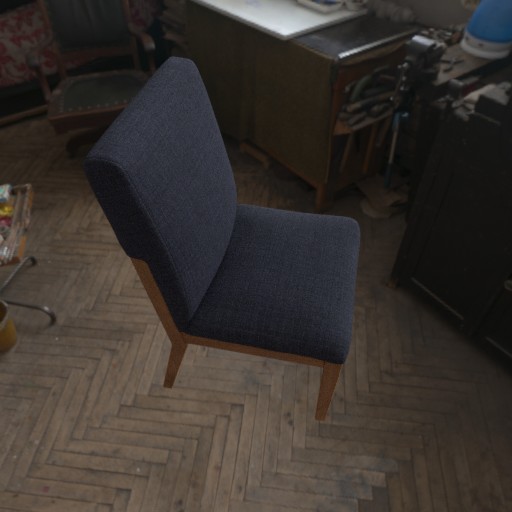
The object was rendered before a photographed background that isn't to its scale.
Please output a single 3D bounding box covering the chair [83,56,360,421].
[{"bbox_3d":[0.000,0.000,1.271,0.586,0.911,0.507,9,48,9],"label":"chair"}]
